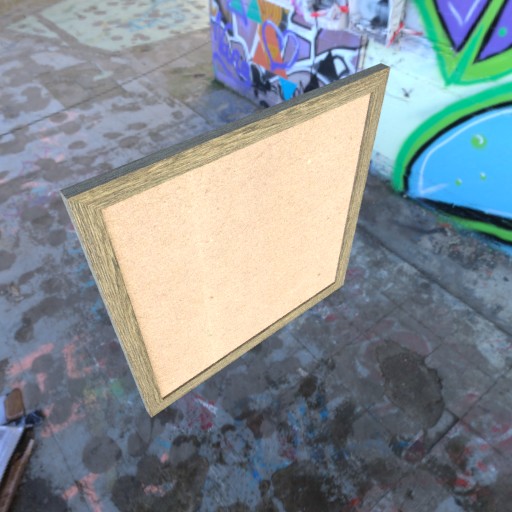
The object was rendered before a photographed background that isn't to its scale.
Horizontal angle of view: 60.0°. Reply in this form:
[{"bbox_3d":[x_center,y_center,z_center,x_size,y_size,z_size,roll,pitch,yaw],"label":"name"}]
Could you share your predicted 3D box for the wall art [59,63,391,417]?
[{"bbox_3d":[0.000,0.000,0.747,0.508,0.508,0.019,-30,53,-26],"label":"wall art"}]
